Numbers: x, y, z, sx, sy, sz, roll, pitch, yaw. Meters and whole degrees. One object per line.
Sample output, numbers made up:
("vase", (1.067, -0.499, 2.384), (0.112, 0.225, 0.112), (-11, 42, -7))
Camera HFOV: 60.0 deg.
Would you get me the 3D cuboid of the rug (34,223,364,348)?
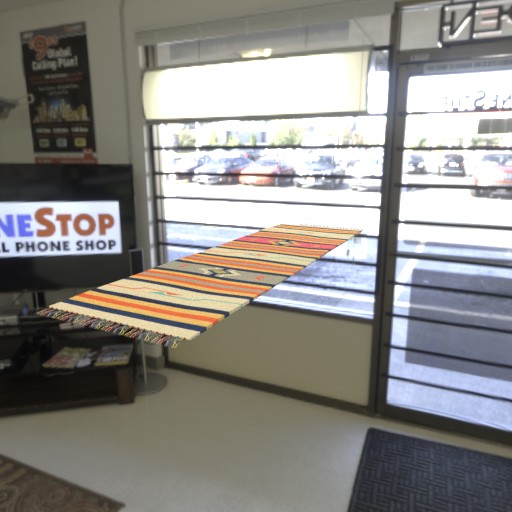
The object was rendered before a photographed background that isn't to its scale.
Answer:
("rug", (0.000, 0.000, 2.624), (0.695, 0.017, 2.455), (7, 15, 27))
